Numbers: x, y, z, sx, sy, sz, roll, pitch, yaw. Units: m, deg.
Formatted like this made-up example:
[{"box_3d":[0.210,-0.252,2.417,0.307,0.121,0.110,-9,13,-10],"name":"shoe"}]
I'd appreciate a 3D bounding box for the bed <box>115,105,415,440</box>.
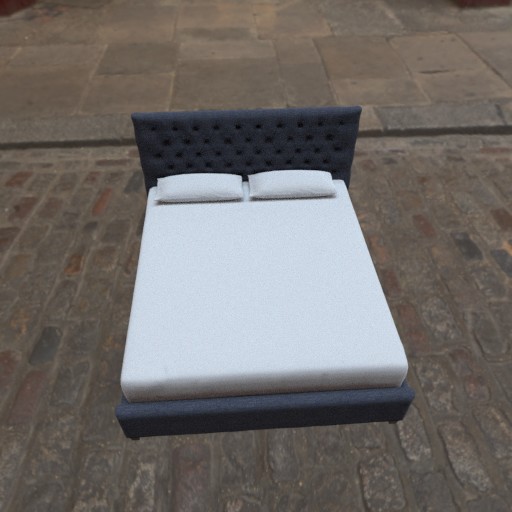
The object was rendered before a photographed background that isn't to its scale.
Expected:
[{"box_3d":[0.000,0.000,3.649,2.078,1.427,2.387,-3,45,-3],"name":"bed"}]
